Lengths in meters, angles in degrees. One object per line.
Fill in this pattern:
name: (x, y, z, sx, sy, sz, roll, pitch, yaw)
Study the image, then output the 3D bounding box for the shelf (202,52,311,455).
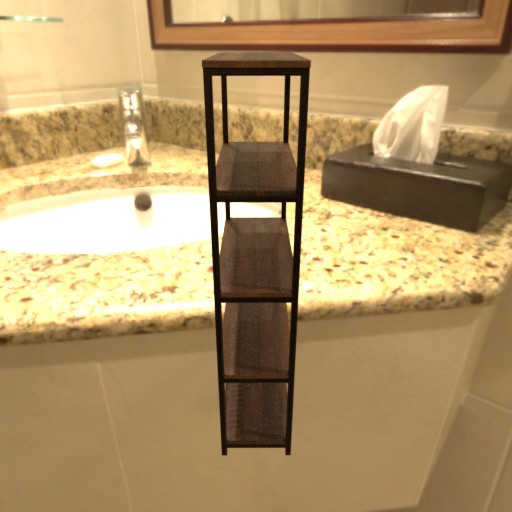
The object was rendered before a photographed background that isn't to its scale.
shelf: (0.000, 0.000, 2.256, 0.359, 1.860, 0.874, 0, 26, 0)
